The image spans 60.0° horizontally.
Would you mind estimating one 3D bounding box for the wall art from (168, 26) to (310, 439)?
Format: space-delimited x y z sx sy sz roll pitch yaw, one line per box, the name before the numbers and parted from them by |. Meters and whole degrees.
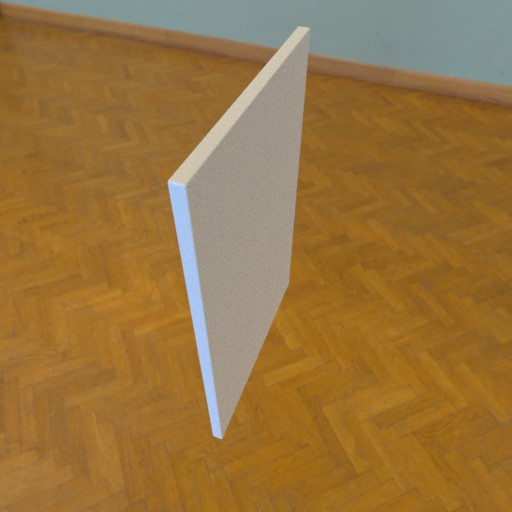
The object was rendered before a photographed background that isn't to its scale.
wall art | 0.000 0.000 1.022 0.026 0.813 0.556 16 49 14
